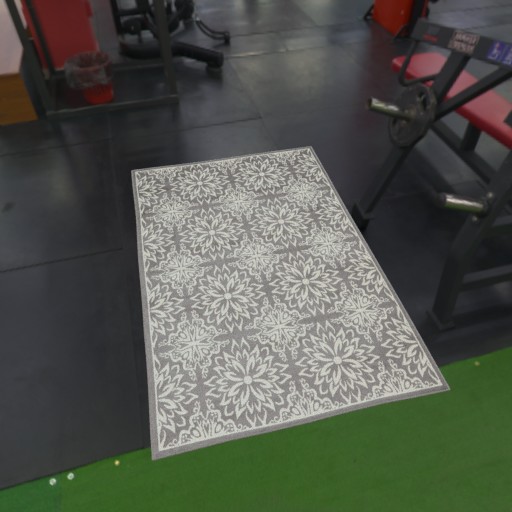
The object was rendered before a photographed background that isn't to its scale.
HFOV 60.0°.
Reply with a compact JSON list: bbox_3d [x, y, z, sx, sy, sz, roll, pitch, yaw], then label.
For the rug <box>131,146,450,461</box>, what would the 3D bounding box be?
[{"bbox_3d":[0.000,0.000,2.350,1.224,0.012,1.847,-10,48,-9],"label":"rug"}]
